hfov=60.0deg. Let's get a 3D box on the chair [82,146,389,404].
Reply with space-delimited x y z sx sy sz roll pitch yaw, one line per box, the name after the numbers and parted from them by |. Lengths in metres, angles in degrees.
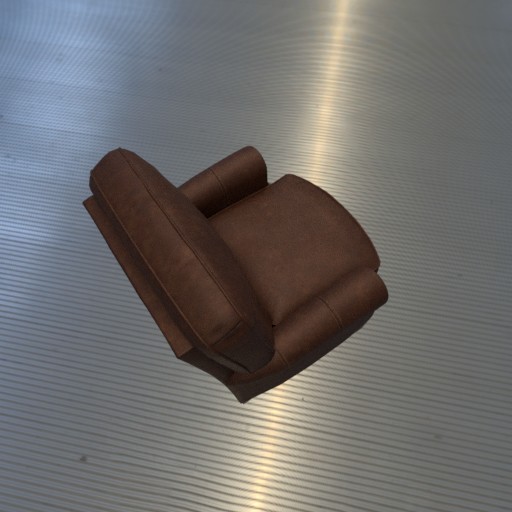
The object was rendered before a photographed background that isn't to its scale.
0.000 0.000 1.802 0.986 1.018 0.936 -30 62 -18 | chair
